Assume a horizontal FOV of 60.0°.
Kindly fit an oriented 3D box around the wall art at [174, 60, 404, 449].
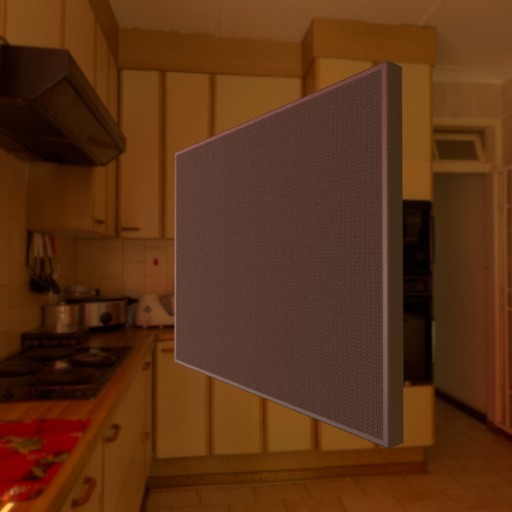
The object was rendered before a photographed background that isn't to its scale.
[{"bbox_3d":[0.000,0.000,0.753,0.029,0.458,0.559,1,-1,-37],"label":"wall art"}]
